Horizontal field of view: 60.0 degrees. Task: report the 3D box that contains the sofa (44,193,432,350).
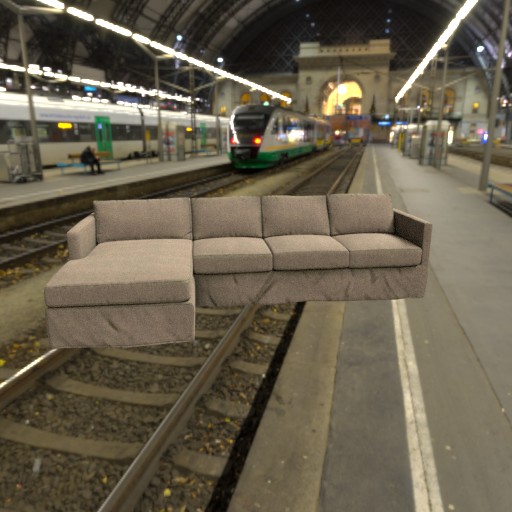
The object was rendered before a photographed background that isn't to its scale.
[{"bbox_3d":[0.000,0.000,3.960,3.205,0.922,1.650,-2,15,-7],"label":"sofa"}]
